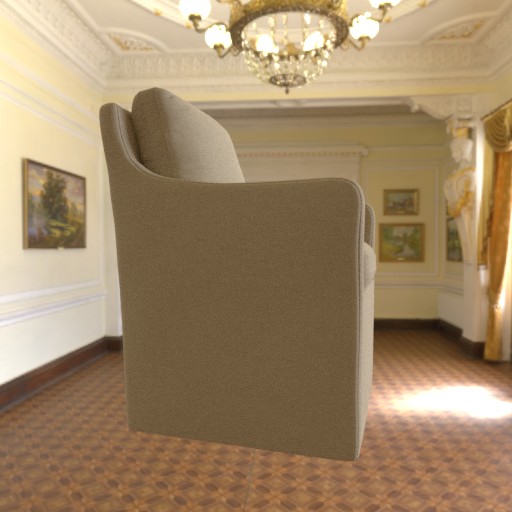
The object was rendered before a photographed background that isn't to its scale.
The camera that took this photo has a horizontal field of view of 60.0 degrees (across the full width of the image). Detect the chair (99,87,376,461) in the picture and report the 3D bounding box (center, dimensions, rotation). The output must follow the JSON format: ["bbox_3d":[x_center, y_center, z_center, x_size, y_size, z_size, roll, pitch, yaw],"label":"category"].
[{"bbox_3d":[0.000,0.000,1.342,0.694,0.914,0.626,0,1,17],"label":"chair"}]
